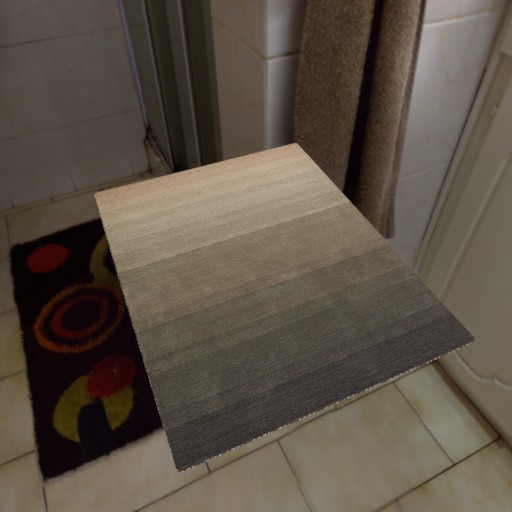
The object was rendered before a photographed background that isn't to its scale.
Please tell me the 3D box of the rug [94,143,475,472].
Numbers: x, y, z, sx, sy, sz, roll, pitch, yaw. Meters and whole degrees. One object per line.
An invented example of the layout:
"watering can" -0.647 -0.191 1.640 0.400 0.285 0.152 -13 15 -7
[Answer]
"rug" 0.000 0.000 3.876 2.305 0.017 2.902 -18 49 -16
